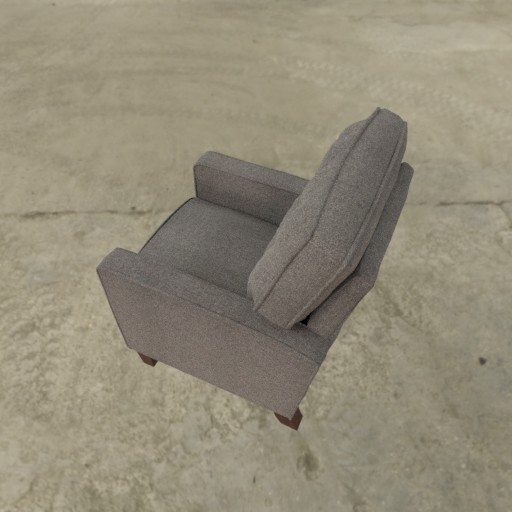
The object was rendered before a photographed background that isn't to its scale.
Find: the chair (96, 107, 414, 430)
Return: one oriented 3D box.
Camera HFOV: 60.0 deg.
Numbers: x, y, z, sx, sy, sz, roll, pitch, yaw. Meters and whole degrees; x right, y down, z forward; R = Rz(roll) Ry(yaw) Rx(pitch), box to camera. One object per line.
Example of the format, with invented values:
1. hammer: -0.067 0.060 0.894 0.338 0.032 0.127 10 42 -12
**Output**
1. chair: 0.000 0.000 1.426 0.775 0.889 0.650 19 49 17
